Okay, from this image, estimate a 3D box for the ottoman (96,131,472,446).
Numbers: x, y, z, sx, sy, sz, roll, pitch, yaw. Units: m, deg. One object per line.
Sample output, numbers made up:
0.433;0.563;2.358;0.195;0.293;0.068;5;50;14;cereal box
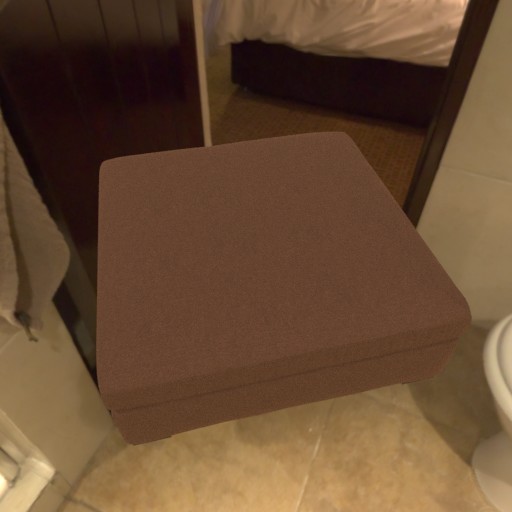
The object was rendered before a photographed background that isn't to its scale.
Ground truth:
0.000;0.000;1.813;1.181;0.470;1.181;-10;47;-9;ottoman
